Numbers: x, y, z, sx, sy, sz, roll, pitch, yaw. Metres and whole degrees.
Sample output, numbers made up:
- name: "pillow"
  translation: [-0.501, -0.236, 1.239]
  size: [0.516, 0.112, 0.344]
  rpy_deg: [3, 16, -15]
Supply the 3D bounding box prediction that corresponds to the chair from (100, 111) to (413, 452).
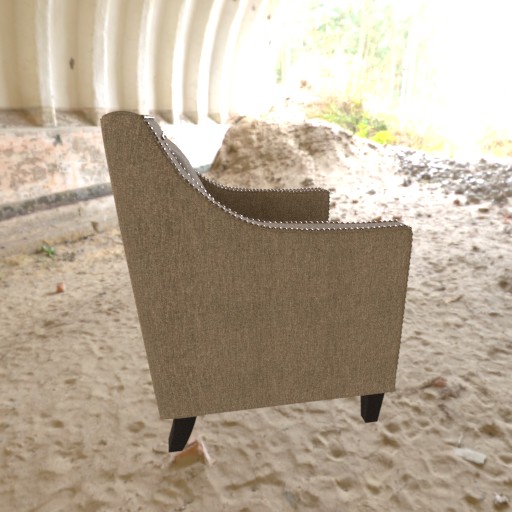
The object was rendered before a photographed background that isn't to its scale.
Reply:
- name: "chair"
  translation: [0.000, 0.000, 1.578]
  size: [0.884, 0.967, 0.776]
  rpy_deg: [-3, 17, -11]
